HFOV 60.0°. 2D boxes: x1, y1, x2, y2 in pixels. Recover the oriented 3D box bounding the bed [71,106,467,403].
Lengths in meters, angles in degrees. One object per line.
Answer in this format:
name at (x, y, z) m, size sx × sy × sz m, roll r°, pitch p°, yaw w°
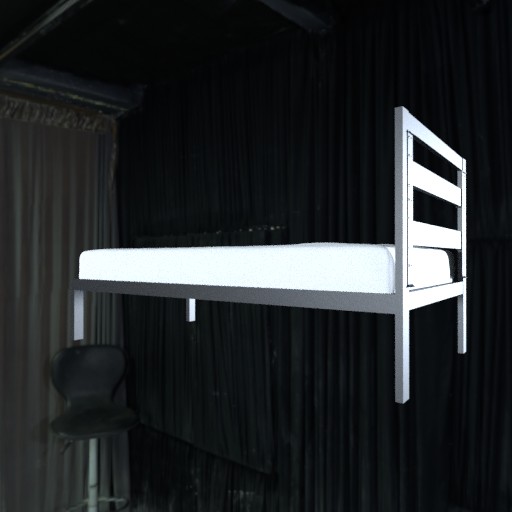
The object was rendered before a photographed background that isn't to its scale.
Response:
bed at (0.000, 0.000, 2.403) m, size 1.930 × 0.967 × 0.991 m, roll 0°, pitch 0°, yaw 36°
